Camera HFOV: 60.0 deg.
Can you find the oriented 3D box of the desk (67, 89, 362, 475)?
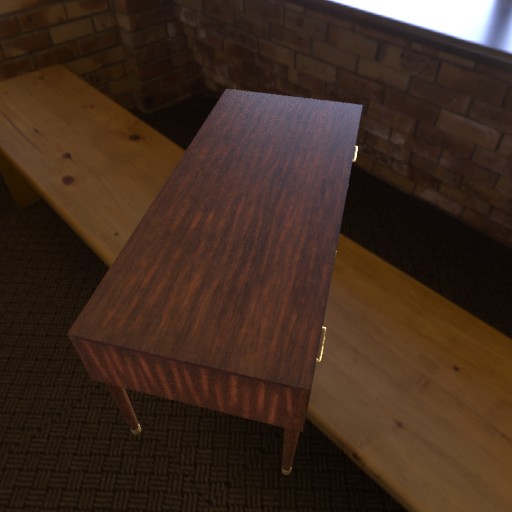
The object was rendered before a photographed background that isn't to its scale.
[{"bbox_3d":[0.000,0.000,2.018,0.724,0.762,1.575,10,47,10],"label":"desk"}]
